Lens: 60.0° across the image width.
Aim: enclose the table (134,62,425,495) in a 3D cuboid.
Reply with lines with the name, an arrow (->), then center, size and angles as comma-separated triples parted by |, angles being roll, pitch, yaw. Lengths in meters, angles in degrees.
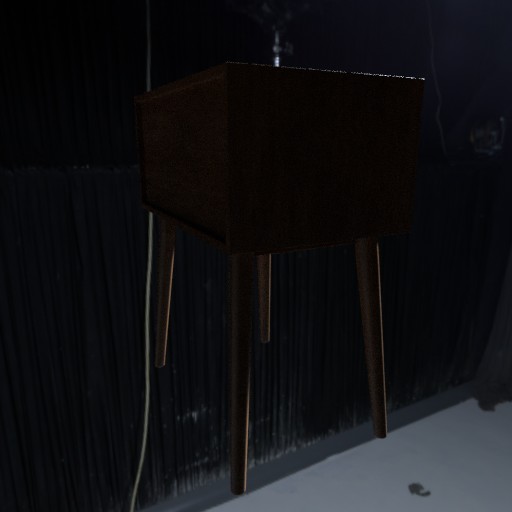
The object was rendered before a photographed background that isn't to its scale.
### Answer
table -> 0.000, 0.000, 0.820 | 0.307, 0.580, 0.454 | -7, 16, -26
